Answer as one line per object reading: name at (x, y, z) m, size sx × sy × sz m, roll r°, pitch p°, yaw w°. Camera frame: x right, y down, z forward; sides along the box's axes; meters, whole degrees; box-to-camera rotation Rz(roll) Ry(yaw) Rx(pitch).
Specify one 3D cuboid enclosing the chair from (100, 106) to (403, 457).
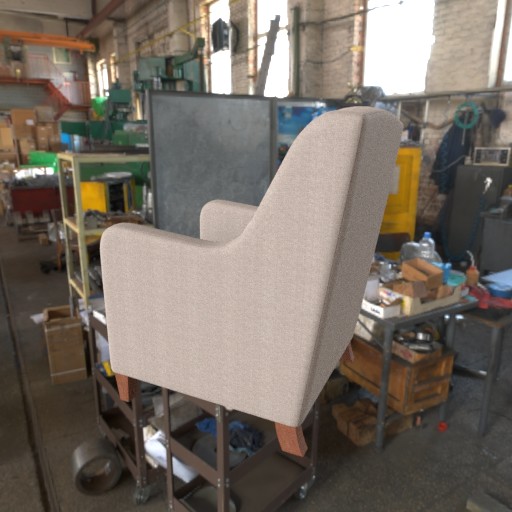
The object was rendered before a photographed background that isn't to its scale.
chair at (0.000, 0.000, 1.631) m, size 0.890 × 1.017 × 0.715 m, roll 7°, pitch 16°, yaw 24°
